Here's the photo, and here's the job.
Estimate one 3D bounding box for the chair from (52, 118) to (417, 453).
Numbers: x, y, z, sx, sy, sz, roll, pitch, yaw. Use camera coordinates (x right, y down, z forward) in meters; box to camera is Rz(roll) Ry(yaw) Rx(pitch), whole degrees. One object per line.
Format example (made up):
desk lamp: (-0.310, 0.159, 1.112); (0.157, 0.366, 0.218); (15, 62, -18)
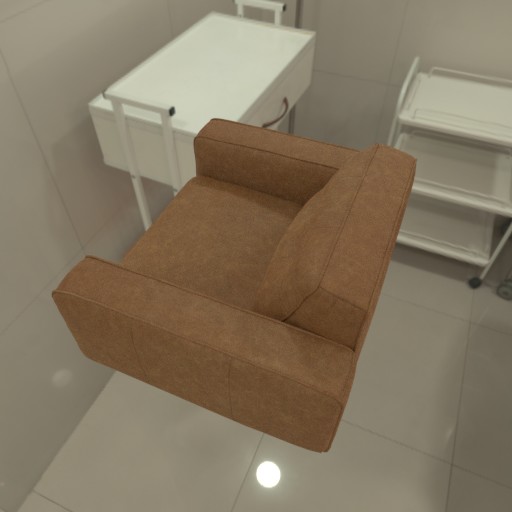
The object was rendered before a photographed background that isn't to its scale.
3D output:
chair: (0.000, 0.000, 1.698); (0.952, 0.782, 1.118); (18, 50, 15)
